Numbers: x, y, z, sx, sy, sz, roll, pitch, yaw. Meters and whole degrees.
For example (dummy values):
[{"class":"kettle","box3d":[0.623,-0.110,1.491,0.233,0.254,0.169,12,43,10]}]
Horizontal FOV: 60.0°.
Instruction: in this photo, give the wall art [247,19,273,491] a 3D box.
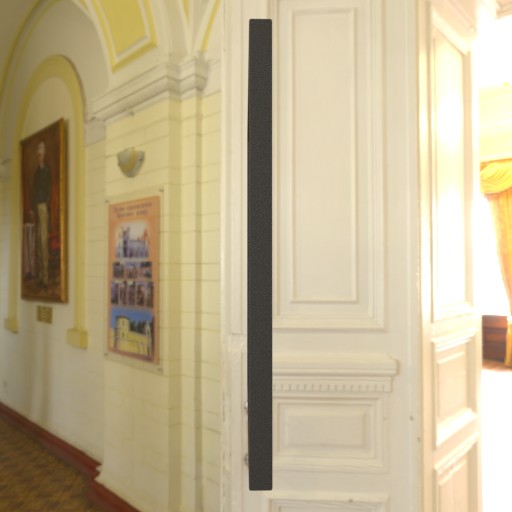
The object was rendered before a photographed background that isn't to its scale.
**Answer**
[{"class":"wall art","box3d":[0.000,0.000,0.752,0.028,0.558,0.457,0,-1,-1]}]
